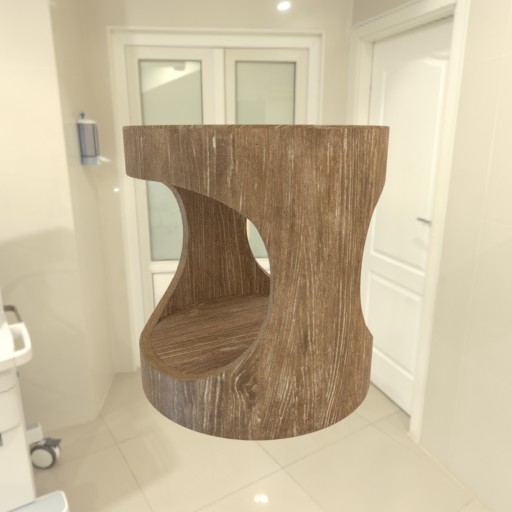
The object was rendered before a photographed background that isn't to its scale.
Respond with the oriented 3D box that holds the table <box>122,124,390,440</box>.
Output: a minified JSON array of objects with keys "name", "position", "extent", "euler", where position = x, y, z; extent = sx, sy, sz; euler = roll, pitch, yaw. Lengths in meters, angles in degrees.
[{"name":"table","position":[0.000,0.000,0.984],"extent":[0.527,0.551,0.527],"euler":[0,16,0]}]
